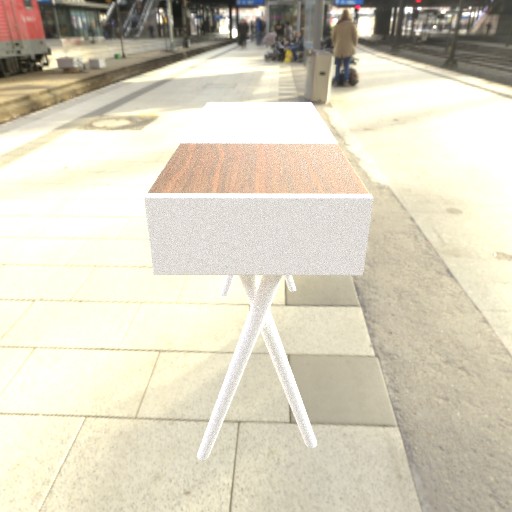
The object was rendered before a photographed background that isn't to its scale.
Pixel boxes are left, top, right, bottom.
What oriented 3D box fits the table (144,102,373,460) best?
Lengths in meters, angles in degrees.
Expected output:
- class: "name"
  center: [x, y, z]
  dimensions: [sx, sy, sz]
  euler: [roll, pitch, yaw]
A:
- class: "table"
  center: [0.000, 0.000, 1.422]
  dimensions: [0.418, 0.785, 1.066]
  euler: [0, 28, 0]
